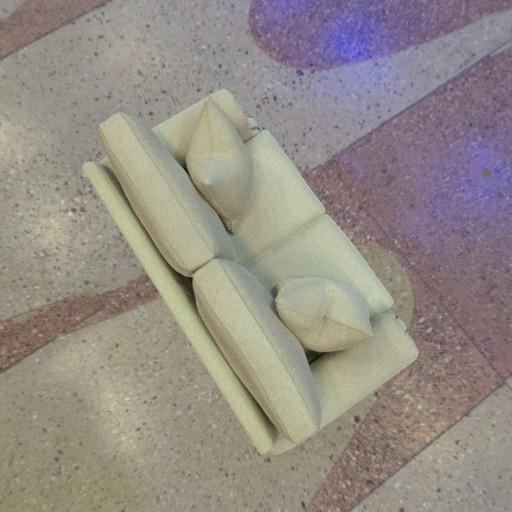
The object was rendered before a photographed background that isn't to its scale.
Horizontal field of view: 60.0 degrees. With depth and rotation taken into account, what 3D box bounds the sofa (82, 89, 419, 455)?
[{"bbox_3d":[0.000,0.000,2.280,0.966,0.966,1.701,-33,79,-7],"label":"sofa"}]
